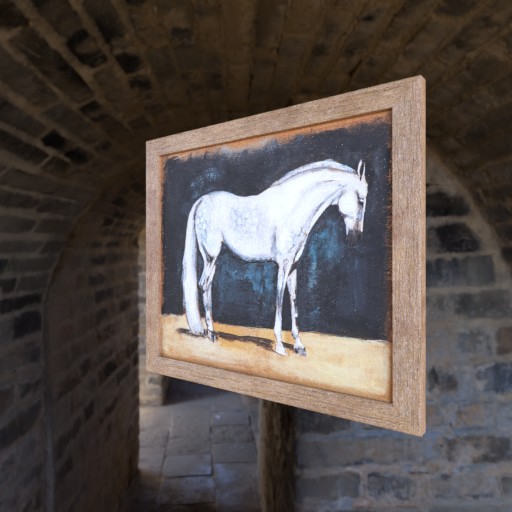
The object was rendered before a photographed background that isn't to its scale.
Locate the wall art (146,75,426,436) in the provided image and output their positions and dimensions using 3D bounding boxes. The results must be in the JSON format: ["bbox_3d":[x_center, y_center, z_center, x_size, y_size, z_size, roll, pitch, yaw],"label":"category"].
[{"bbox_3d":[0.000,0.000,0.937,0.690,0.588,0.026,0,0,37],"label":"wall art"}]
